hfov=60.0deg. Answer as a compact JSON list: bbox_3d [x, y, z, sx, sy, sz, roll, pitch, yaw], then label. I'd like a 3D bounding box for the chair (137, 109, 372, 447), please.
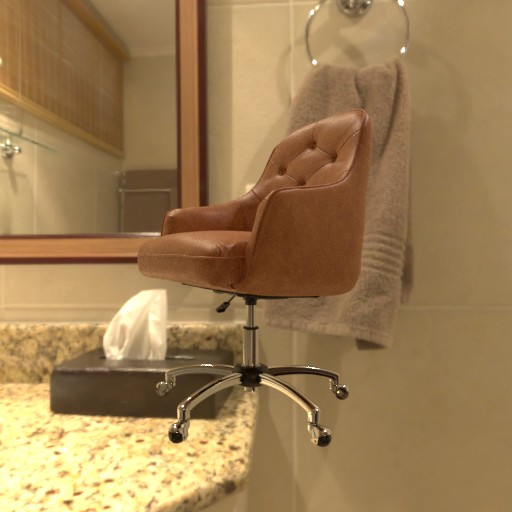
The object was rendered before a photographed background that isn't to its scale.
[{"bbox_3d":[0.000,0.000,1.305,0.615,0.909,0.628,0,1,-34],"label":"chair"}]
